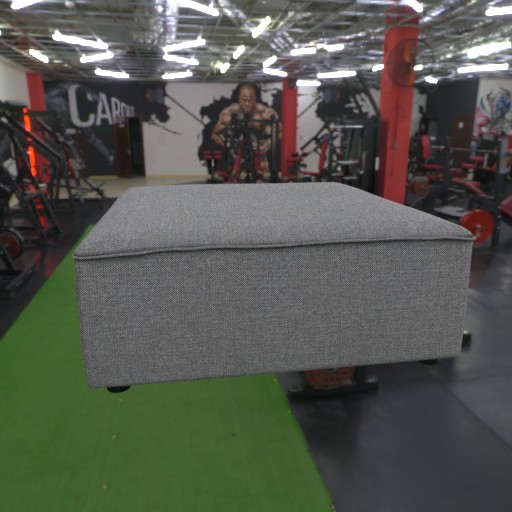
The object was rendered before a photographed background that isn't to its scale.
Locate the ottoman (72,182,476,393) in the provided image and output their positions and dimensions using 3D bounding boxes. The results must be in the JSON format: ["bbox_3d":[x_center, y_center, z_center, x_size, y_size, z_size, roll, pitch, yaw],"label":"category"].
[{"bbox_3d":[0.000,0.000,1.575,1.017,0.423,1.023,-2,16,-8],"label":"ottoman"}]
